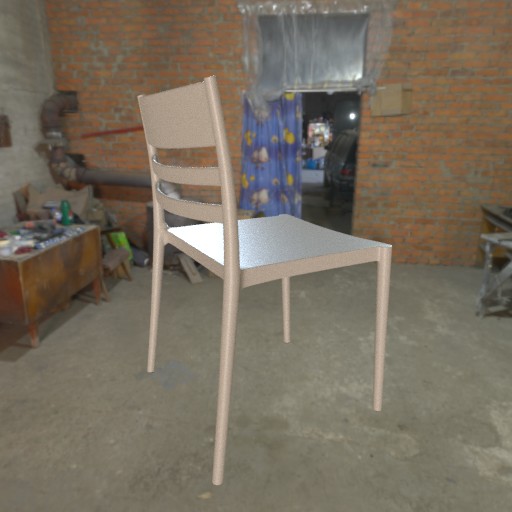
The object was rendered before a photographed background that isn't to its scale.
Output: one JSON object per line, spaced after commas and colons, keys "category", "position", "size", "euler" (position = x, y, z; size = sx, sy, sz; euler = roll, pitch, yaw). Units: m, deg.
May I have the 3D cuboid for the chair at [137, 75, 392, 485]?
{"category": "chair", "position": [0.000, 0.000, 1.142], "size": [0.511, 0.800, 0.531], "euler": [-8, 18, -27]}
